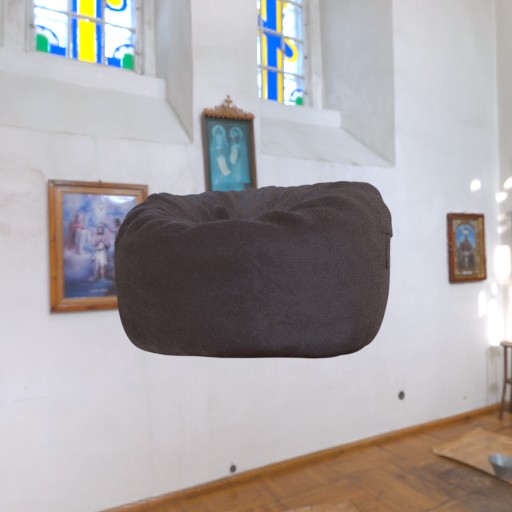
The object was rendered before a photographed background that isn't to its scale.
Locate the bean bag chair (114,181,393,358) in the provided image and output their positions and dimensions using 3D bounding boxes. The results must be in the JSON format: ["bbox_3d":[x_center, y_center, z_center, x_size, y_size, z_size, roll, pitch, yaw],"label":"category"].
[{"bbox_3d":[0.000,0.000,2.092,1.245,0.821,1.245,0,-2,0],"label":"bean bag chair"}]
